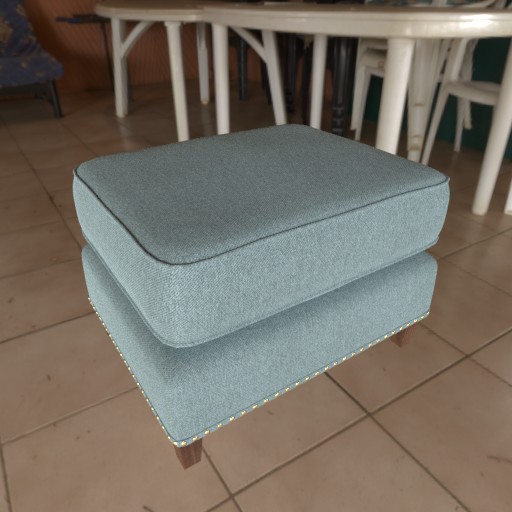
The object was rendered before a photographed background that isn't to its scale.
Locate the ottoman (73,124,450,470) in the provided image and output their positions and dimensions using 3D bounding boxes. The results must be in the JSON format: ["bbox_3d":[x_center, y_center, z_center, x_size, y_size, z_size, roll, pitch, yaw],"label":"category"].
[{"bbox_3d":[0.000,0.000,1.113,0.738,0.537,0.589,-19,35,-29],"label":"ottoman"}]
